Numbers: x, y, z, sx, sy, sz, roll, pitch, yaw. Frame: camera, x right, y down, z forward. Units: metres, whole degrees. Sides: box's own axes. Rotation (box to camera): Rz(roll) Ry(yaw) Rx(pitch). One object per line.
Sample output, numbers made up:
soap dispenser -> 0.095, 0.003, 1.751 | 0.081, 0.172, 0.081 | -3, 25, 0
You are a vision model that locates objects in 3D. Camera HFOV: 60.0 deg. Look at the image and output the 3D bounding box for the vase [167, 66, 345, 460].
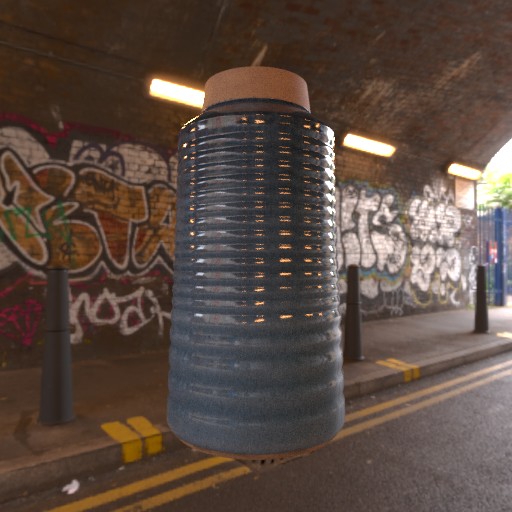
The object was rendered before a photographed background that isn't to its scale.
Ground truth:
vase -> 0.000, 0.000, 0.415 | 0.163, 0.316, 0.163 | 0, -1, 0
